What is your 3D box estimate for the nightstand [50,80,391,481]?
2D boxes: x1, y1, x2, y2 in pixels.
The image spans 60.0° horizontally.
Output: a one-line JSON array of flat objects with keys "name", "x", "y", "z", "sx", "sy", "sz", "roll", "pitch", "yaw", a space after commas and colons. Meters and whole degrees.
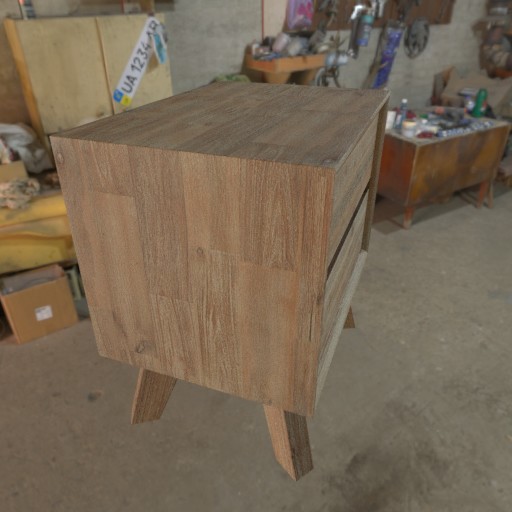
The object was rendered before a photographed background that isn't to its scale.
[{"name": "nightstand", "x": 0.000, "y": 0.000, "z": 0.914, "sx": 0.396, "sy": 0.589, "sz": 0.552, "roll": 11, "pitch": 31, "yaw": 18}]
